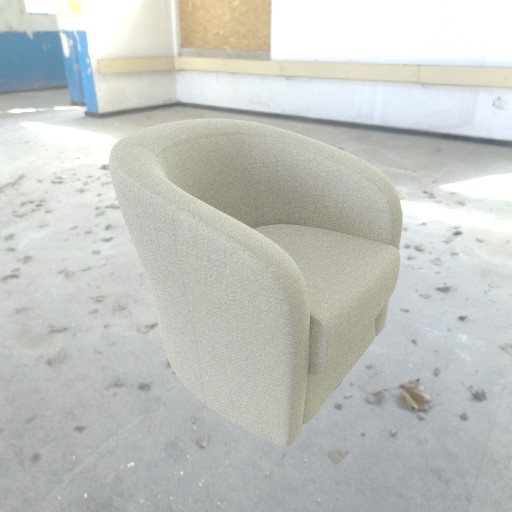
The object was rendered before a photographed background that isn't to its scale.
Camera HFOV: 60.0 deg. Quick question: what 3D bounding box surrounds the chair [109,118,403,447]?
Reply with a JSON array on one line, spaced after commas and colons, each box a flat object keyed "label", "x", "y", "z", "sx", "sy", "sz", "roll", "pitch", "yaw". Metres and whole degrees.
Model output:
[{"label": "chair", "x": 0.000, "y": 0.000, "z": 1.453, "sx": 0.815, "sy": 0.771, "sz": 0.791, "roll": 18, "pitch": 32, "yaw": 32}]
